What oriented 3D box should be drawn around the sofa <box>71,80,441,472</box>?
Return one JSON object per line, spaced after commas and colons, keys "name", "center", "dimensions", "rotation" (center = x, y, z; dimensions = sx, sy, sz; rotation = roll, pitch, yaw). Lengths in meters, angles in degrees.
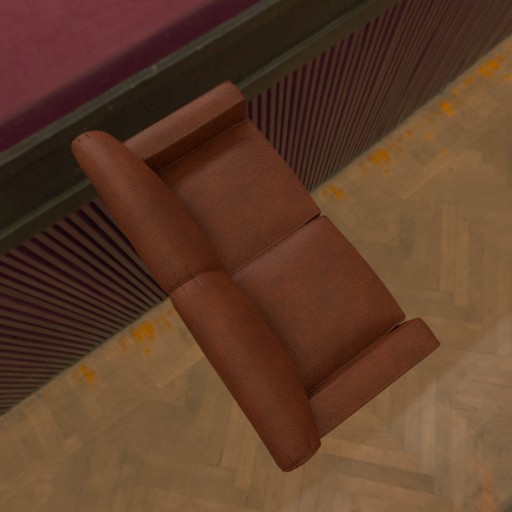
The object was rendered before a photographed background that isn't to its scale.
{"name": "sofa", "center": [0.000, 0.000, 2.430], "dimensions": [1.000, 0.966, 1.856], "rotation": [-34, 77, -9]}
